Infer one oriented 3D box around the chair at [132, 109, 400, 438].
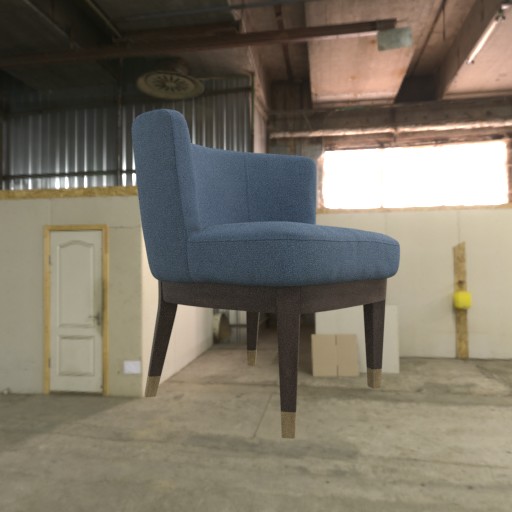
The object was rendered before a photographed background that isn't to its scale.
[{"bbox_3d":[0.000,0.000,1.267,0.702,0.760,0.661,0,-1,38],"label":"chair"}]
